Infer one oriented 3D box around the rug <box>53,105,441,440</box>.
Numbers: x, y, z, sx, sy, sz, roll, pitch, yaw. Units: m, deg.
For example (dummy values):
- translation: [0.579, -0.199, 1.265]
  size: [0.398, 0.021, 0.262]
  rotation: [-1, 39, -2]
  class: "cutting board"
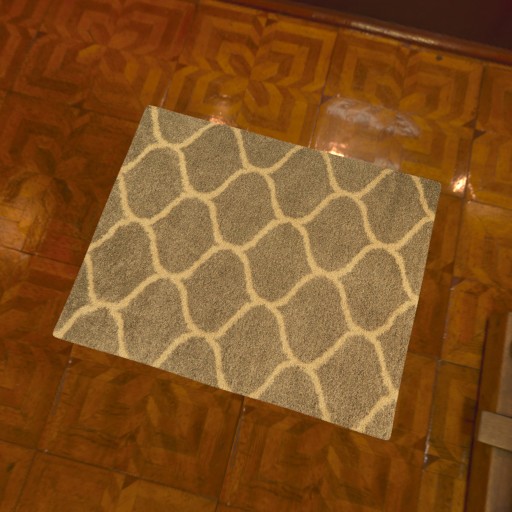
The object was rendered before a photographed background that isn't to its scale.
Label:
- translation: [0.000, 0.000, 4.051]
  size: [3.000, 0.026, 2.399]
  rotation: [16, 76, 4]
  class: "rug"
